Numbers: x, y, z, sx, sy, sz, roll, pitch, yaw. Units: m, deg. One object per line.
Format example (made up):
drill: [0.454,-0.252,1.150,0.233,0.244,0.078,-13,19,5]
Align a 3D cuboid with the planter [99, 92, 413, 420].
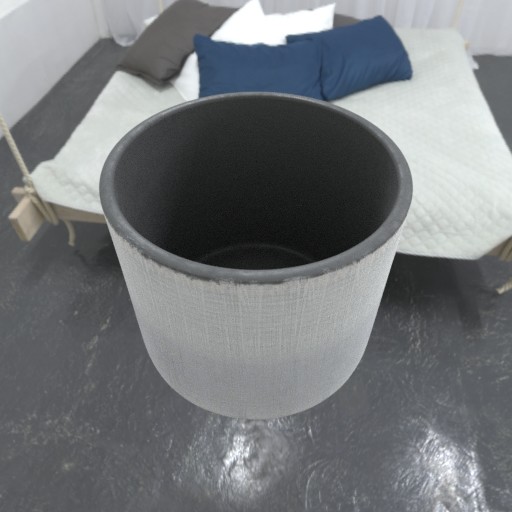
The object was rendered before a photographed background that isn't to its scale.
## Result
planter: [0.000,0.000,0.440,0.254,0.221,0.254,0,47,0]
